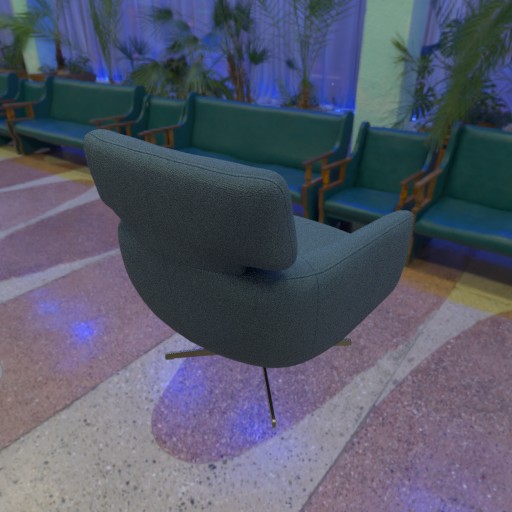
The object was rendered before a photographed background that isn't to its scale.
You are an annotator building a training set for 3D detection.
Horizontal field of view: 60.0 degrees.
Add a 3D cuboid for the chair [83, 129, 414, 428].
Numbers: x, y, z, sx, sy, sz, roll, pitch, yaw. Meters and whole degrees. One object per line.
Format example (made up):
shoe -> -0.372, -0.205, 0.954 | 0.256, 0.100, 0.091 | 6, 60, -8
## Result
chair -> 0.000, 0.000, 1.380 | 0.738, 0.813, 0.761 | 21, 35, 33
